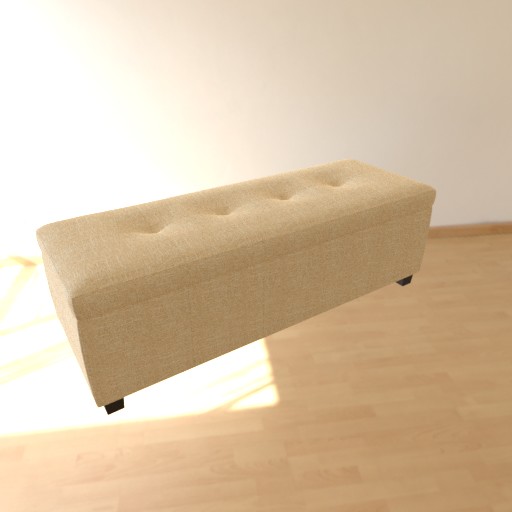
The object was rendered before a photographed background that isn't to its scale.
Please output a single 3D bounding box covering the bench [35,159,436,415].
[{"bbox_3d":[0.000,0.000,1.461,1.219,0.406,0.432,-17,33,-29],"label":"bench"}]
